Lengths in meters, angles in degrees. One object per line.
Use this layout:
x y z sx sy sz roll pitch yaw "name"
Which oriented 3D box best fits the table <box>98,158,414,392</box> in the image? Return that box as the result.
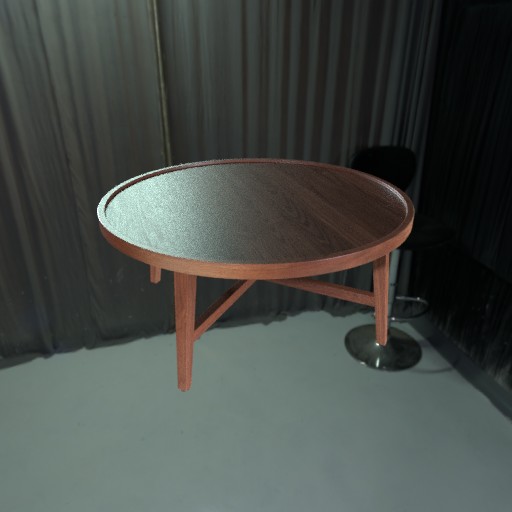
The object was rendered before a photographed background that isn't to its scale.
0.000 0.000 1.255 0.800 0.360 0.800 0 26 0 "table"
